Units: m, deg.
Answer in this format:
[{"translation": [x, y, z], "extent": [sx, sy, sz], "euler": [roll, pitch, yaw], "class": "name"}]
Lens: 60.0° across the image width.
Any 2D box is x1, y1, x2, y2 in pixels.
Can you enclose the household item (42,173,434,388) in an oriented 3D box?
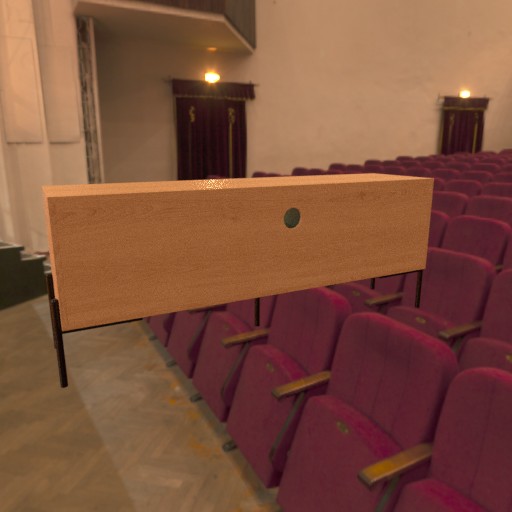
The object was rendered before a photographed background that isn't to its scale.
[{"translation": [0.000, 0.000, 1.807], "extent": [1.550, 0.600, 0.400], "euler": [-7, 16, -26], "class": "household item"}]
